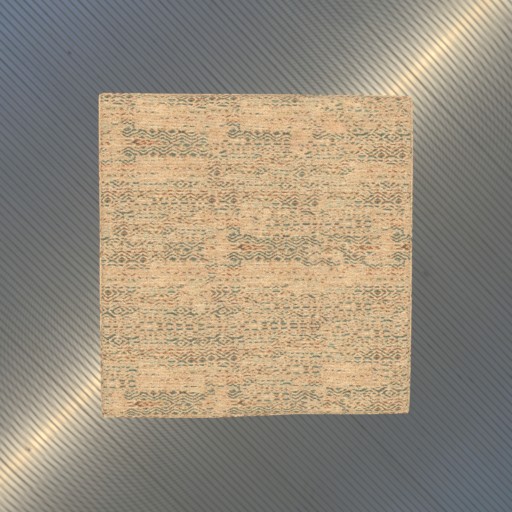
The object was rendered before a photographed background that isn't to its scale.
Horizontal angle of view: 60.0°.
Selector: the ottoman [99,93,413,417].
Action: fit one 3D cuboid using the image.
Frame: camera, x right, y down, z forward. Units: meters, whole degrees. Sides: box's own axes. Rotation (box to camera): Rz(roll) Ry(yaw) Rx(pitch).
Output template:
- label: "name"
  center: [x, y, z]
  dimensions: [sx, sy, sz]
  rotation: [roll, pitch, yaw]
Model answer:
- label: "ottoman"
  center: [0.000, 0.000, 1.505]
  dimensions: [0.968, 0.356, 1.004]
  rotation: [0, 91, -2]
